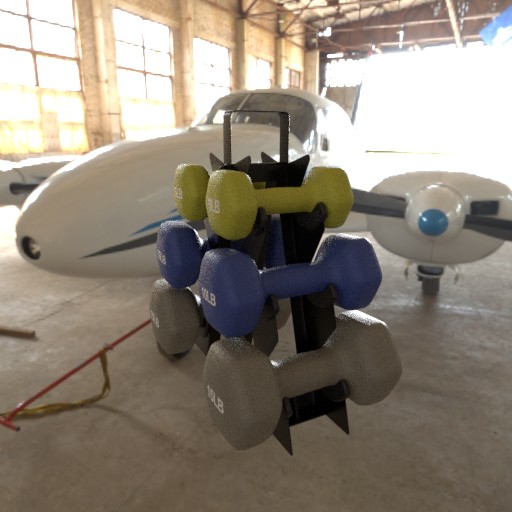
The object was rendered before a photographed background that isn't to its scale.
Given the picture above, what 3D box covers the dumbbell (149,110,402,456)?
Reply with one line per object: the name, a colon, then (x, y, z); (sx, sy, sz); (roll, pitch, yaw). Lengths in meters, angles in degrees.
dumbbell: (0.000, 0.000, 0.686); (0.261, 0.426, 0.416); (-8, 17, -26)
